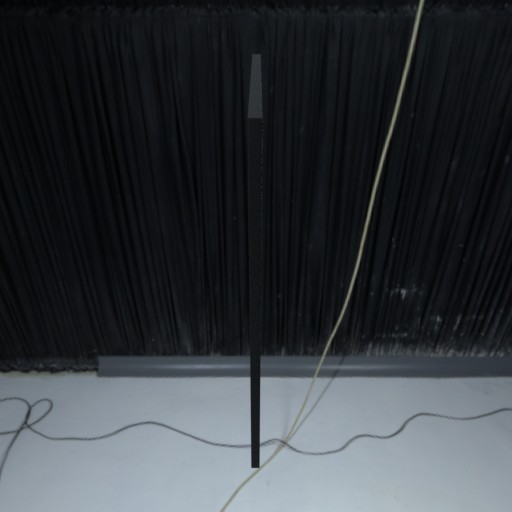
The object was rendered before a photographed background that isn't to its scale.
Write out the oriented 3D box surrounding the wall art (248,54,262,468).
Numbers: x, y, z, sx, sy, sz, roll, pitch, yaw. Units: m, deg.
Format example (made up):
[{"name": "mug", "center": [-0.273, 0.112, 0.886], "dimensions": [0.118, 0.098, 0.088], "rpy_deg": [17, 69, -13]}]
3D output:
[{"name": "wall art", "center": [0.000, 0.000, 0.602], "dimensions": [0.011, 0.459, 0.326], "rpy_deg": [0, 32, 0]}]
